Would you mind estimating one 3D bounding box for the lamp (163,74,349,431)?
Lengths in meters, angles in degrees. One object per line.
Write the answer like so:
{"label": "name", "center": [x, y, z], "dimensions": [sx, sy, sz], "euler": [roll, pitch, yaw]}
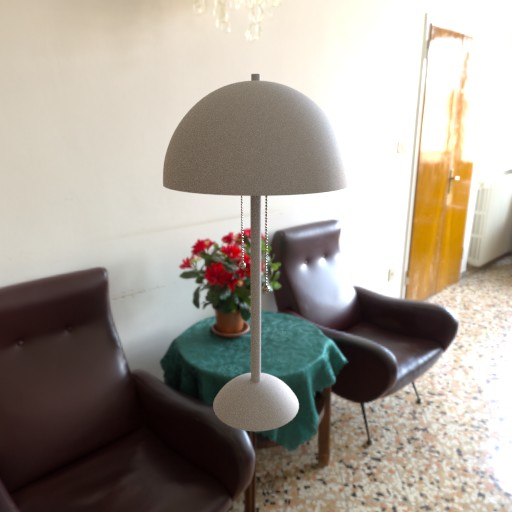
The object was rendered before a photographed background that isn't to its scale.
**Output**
{"label": "lamp", "center": [0.000, 0.000, 0.433], "dimensions": [0.171, 0.330, 0.171], "euler": [0, 16, 0]}
